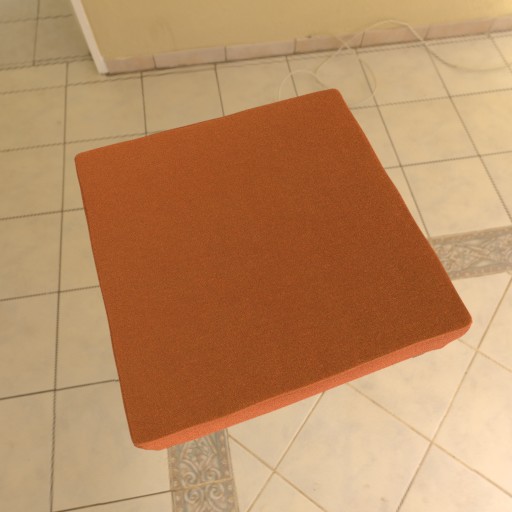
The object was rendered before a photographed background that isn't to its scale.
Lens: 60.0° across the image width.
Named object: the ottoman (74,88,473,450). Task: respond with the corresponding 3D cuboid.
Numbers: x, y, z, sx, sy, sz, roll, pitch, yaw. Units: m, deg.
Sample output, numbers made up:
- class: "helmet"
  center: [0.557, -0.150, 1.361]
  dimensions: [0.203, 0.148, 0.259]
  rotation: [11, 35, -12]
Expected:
- class: "ottoman"
  center: [0.000, 0.000, 1.527]
  dimensions: [0.997, 0.438, 0.999]
  rotation: [-17, 65, -8]
